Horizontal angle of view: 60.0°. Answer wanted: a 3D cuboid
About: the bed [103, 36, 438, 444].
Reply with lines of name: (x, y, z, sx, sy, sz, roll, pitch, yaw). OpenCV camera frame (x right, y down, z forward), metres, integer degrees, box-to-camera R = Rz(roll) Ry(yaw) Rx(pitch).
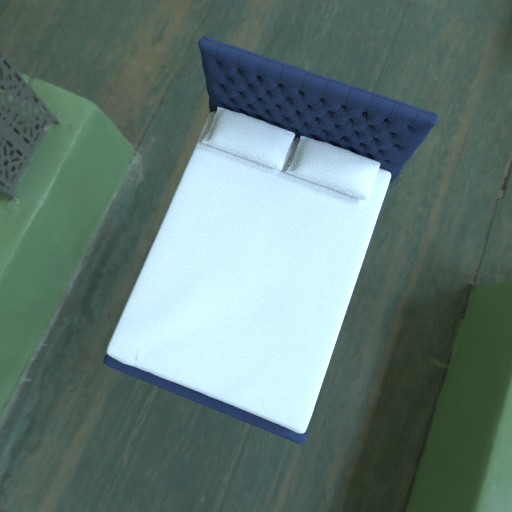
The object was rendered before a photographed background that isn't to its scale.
bed: (0.000, 0.000, 3.404, 1.706, 1.427, 2.387, 20, 78, 5)
